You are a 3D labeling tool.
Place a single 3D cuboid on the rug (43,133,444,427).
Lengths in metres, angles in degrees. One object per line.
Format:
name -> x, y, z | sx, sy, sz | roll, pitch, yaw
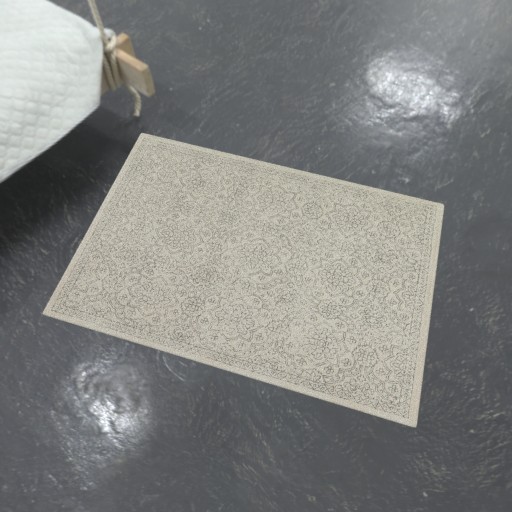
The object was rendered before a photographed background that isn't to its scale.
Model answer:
rug -> 0.000, 0.000, 2.905 | 2.286, 0.011, 1.524 | 15, 64, 8
